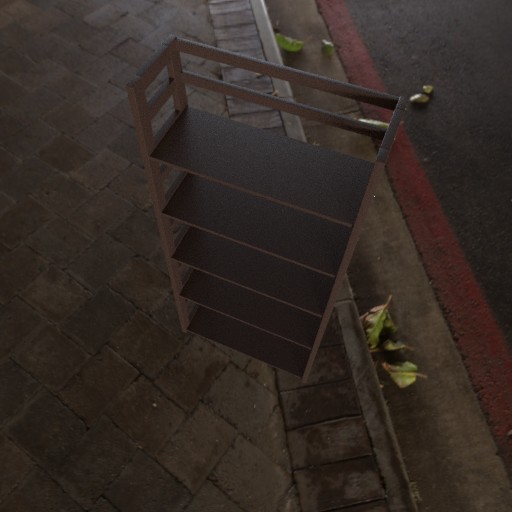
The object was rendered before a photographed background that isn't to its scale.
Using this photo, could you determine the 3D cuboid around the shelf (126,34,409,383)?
[{"bbox_3d":[0.000,0.000,1.908,0.763,1.600,0.403,20,61,12],"label":"shelf"}]
